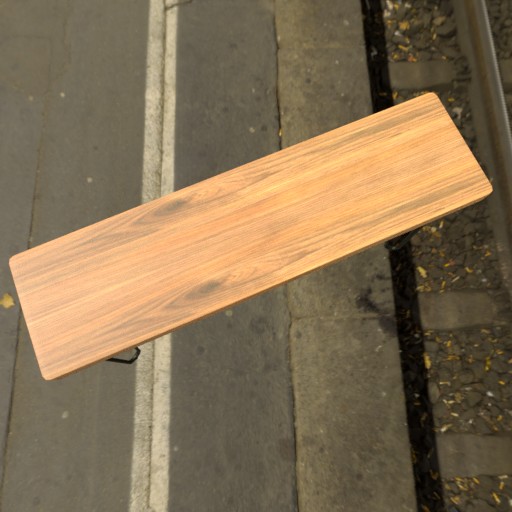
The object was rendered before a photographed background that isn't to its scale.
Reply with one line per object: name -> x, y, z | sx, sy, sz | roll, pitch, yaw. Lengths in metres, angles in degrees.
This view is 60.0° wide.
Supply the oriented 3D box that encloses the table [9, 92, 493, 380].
table -> 0.000, 0.000, 1.862 | 1.570, 0.834, 0.425 | -23, 76, -6
